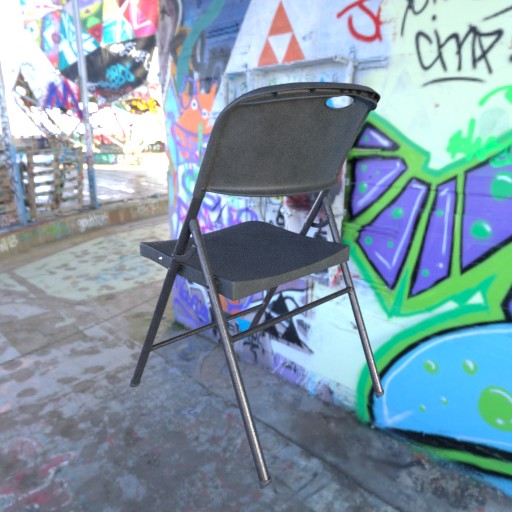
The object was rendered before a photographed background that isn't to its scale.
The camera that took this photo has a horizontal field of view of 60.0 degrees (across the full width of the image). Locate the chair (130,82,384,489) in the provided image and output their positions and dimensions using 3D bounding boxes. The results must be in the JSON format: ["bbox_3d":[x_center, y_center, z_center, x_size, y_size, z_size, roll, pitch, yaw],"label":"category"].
[{"bbox_3d":[0.000,0.000,1.161,0.494,0.810,0.567,-15,22,-42],"label":"chair"}]
